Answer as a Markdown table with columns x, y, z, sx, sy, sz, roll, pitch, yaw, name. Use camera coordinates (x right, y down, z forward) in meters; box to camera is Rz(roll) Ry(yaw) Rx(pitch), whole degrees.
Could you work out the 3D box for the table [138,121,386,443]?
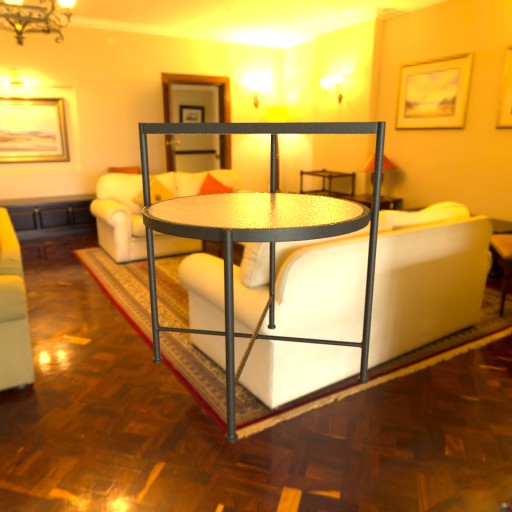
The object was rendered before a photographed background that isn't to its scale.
| x | y | z | sx | sy | sz | roll | pitch | yaw | name |
| --- | --- | --- | --- | --- | --- | --- | --- | --- | --- |
| 0.000 | 0.000 | 1.183 | 0.629 | 0.684 | 0.628 | 3 | 16 | 10 | table |
